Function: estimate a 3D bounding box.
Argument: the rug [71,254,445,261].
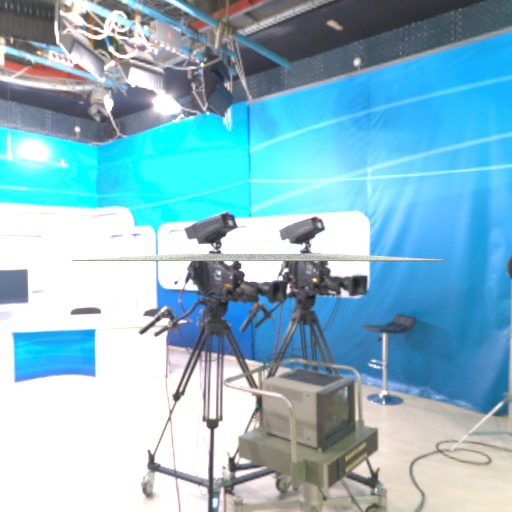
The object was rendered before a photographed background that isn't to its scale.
[{"bbox_3d":[0.000,0.000,2.355,1.219,0.005,1.828,0,1,0],"label":"rug"}]
